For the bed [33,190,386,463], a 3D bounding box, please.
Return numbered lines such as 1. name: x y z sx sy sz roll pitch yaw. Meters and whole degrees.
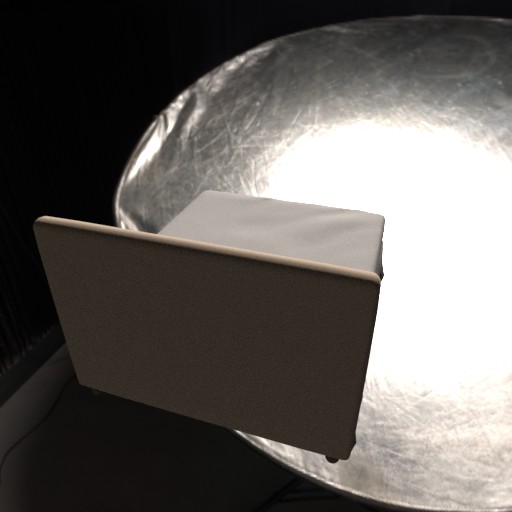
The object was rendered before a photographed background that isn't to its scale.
1. bed: 0.000 0.000 3.287 1.884 1.330 2.142 10 33 16
